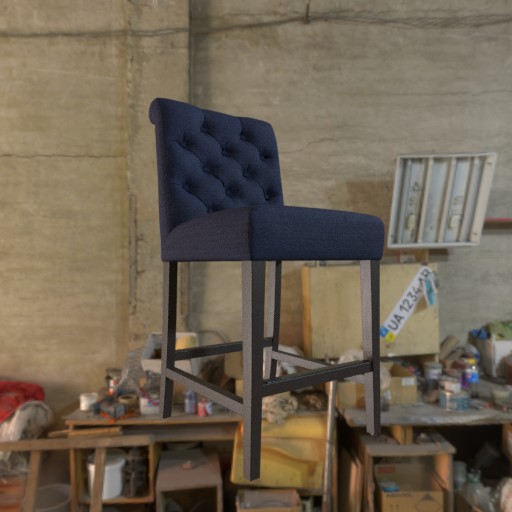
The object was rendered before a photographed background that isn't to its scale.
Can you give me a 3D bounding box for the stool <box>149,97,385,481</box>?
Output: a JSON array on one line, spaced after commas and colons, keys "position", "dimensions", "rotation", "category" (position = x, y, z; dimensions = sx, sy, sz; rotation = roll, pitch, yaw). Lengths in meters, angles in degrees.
[{"position": [0.000, 0.000, 1.347], "dimensions": [0.493, 1.010, 0.601], "rotation": [0, 0, -37], "category": "stool"}]
